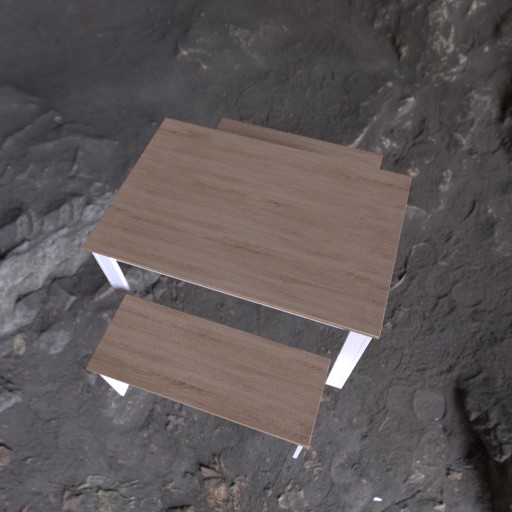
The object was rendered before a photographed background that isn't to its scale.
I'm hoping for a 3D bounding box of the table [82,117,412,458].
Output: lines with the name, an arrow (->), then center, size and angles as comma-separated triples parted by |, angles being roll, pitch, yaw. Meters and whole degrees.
table -> 0.000, 0.000, 2.018 | 1.100, 0.700, 1.443 | 16, 60, 10
